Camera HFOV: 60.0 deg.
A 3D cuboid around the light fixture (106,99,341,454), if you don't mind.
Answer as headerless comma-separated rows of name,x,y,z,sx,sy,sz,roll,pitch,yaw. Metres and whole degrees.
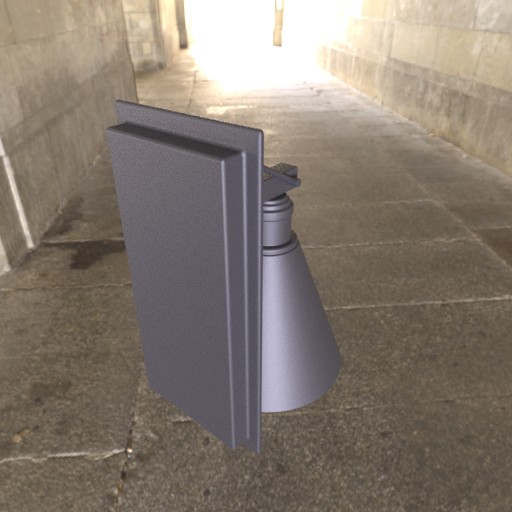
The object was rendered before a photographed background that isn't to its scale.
light fixture,0.000,0.000,0.431,0.170,0.298,0.207,23,37,34
